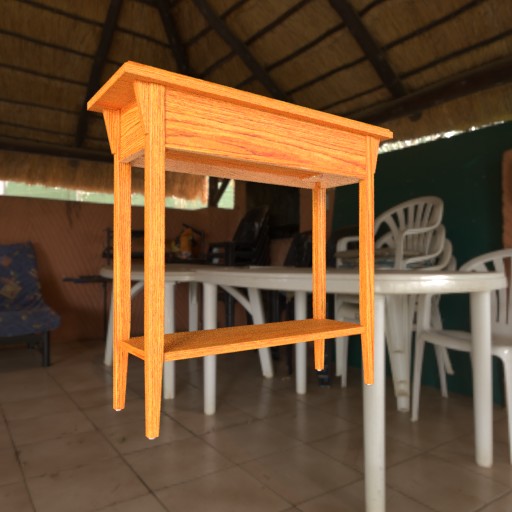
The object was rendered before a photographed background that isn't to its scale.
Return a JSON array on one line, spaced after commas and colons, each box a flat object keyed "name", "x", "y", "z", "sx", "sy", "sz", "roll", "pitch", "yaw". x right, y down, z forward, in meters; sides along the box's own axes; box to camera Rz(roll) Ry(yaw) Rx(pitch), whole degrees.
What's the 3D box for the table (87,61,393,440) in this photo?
[{"name": "table", "x": 0.000, "y": 0.000, "z": 1.124, "sx": 0.762, "sy": 0.711, "sz": 0.254, "roll": 0, "pitch": -1, "yaw": -35}]
